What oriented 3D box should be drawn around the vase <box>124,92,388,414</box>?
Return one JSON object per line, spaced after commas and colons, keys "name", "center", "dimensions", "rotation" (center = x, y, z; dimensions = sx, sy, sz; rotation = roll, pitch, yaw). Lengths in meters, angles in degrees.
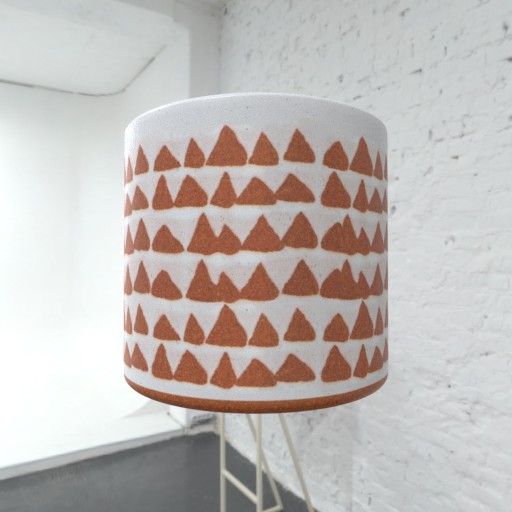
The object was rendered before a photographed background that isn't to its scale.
{"name": "vase", "center": [0.000, 0.000, 0.240], "dimensions": [0.137, 0.127, 0.137], "rotation": [0, -1, 0]}
